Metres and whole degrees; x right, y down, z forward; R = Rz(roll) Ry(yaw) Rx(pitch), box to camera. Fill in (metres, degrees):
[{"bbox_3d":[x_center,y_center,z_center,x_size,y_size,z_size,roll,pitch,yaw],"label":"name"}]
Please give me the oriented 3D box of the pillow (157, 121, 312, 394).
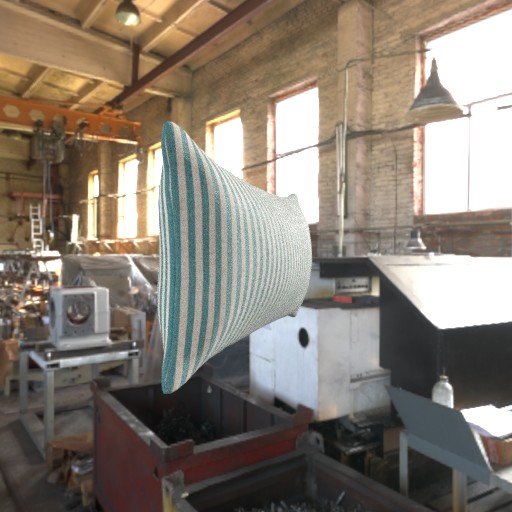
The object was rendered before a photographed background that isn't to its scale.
[{"bbox_3d":[0.000,0.000,0.763,0.151,0.295,0.617,0,0,18],"label":"pillow"}]
